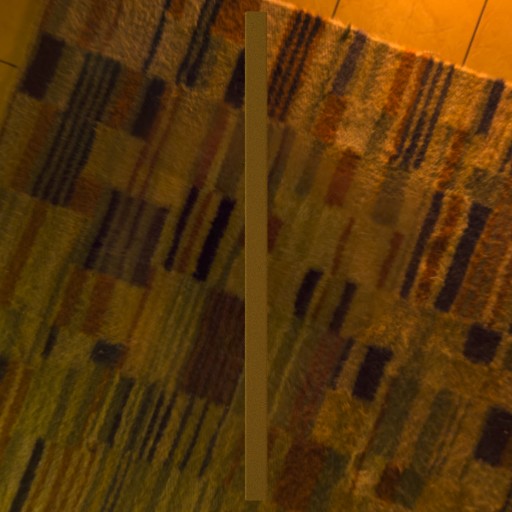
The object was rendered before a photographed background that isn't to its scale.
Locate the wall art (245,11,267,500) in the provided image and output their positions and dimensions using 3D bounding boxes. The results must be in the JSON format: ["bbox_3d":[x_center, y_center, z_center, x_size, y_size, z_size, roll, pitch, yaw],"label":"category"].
[{"bbox_3d":[0.000,0.000,1.412,0.051,0.761,1.138,0,90,0],"label":"wall art"}]
